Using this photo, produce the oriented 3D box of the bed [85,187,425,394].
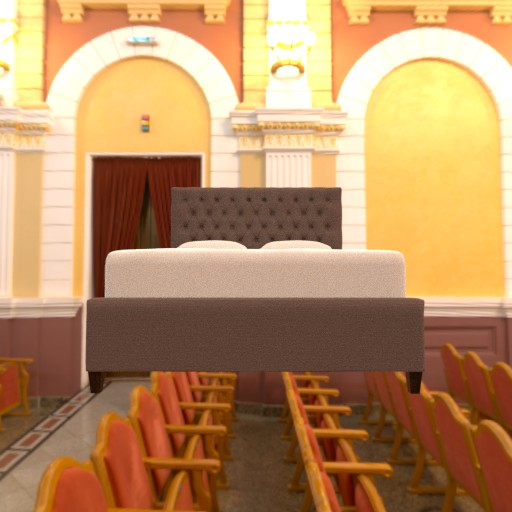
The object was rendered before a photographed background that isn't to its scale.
[{"bbox_3d":[0.000,0.000,3.290,1.696,1.426,2.233,0,-2,0],"label":"bed"}]
